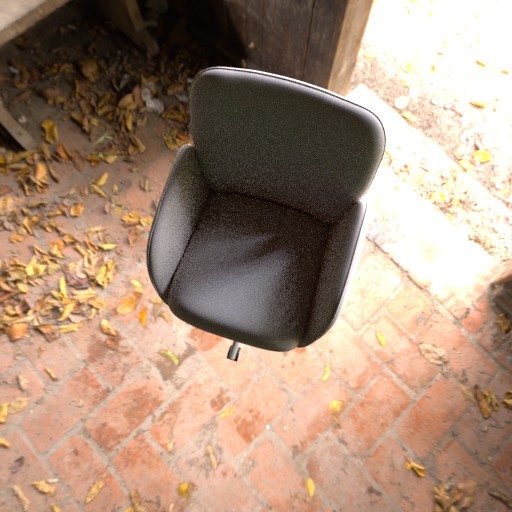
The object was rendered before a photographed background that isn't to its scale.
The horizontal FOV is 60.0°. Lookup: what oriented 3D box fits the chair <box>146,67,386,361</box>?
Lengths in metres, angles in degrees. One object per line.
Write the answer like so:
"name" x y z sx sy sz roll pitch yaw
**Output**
"chair" 0.000 0.000 1.407 0.648 0.959 0.633 17 75 5
